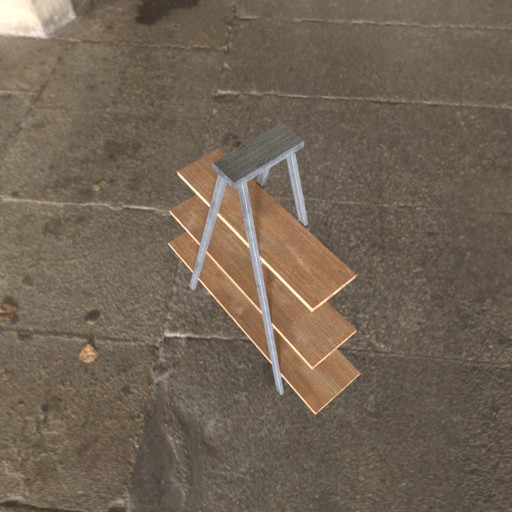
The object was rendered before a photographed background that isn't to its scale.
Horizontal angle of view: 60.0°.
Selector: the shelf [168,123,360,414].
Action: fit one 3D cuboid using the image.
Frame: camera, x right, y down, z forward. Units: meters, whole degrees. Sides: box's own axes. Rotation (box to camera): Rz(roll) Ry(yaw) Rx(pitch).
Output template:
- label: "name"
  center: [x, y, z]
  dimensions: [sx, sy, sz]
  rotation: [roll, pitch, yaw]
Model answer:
- label: "shelf"
  center: [0.000, 0.000, 2.785]
  dimensions: [0.508, 1.808, 1.746]
  rotation: [-35, 64, -20]
